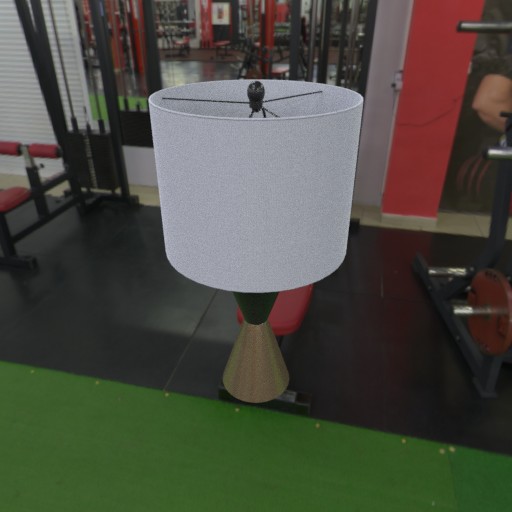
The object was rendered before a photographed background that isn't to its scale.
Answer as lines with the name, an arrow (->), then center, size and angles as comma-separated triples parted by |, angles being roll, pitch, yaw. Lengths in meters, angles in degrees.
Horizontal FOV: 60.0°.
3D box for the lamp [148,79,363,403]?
lamp -> 0.000, 0.000, 0.772 | 0.304, 0.573, 0.304 | 8, 30, 13
